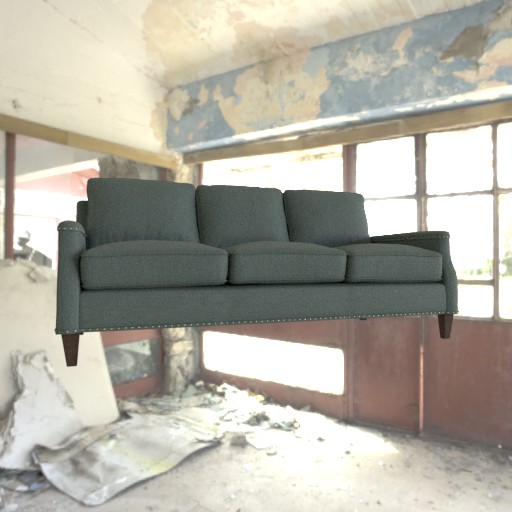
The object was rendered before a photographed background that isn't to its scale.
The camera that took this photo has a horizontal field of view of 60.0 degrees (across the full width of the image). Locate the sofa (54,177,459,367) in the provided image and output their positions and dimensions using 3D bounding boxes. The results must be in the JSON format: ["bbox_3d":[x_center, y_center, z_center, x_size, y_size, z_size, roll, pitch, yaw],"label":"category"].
[{"bbox_3d":[0.000,0.000,2.798,2.246,1.003,1.084,0,-1,-20],"label":"sofa"}]
